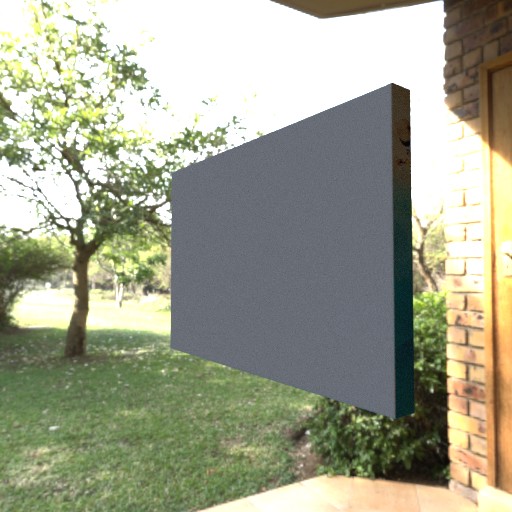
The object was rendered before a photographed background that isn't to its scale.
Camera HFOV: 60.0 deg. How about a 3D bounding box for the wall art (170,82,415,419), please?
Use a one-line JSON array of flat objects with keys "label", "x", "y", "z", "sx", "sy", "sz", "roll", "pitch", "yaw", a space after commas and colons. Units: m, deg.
[{"label": "wall art", "x": 0.000, "y": 0.000, "z": 1.156, "sx": 0.057, "sy": 0.595, "sz": 0.894, "roll": 2, "pitch": -3, "yaw": -36}]
